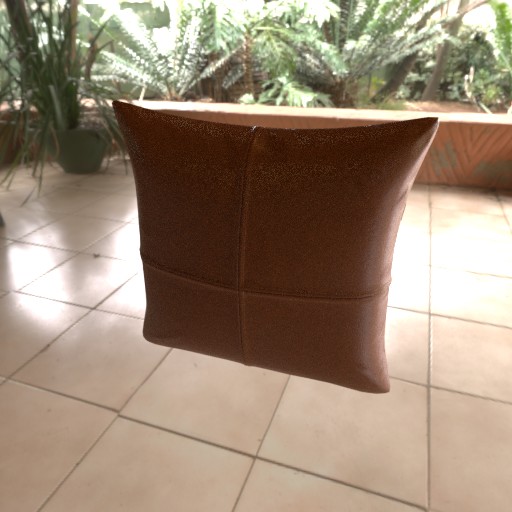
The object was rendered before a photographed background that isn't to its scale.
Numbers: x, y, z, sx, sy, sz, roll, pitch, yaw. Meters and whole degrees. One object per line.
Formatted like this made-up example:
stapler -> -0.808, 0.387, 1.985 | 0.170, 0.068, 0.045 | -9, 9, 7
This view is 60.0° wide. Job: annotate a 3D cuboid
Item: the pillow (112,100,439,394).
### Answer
pillow -> 0.000, 0.000, 0.747 | 0.501, 0.477, 0.192 | 9, 28, 17
